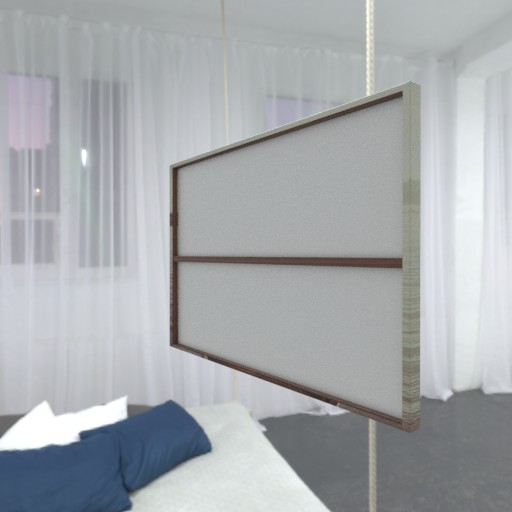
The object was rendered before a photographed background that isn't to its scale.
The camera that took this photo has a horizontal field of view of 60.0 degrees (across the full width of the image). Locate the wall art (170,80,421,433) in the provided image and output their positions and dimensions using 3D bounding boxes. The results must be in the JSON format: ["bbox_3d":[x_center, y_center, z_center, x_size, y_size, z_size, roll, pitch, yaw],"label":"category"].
[{"bbox_3d":[0.000,0.000,1.427,0.040,0.765,1.149,0,0,-38],"label":"wall art"}]
